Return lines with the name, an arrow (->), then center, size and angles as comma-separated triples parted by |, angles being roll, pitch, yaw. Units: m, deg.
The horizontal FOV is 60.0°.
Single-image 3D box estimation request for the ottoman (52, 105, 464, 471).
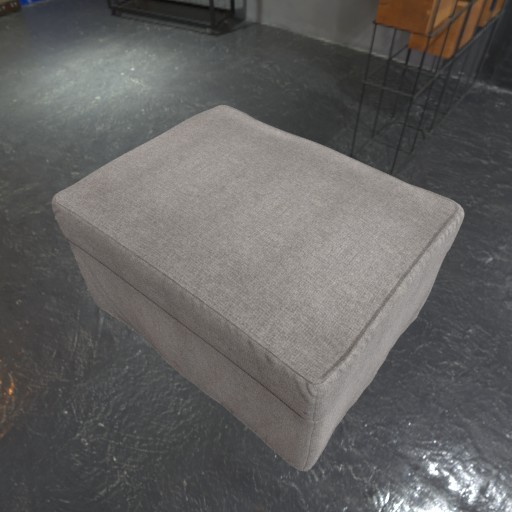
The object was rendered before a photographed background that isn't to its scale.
ottoman -> 0.000, 0.000, 1.234 | 0.833, 0.492, 0.652 | 31, 54, 26
